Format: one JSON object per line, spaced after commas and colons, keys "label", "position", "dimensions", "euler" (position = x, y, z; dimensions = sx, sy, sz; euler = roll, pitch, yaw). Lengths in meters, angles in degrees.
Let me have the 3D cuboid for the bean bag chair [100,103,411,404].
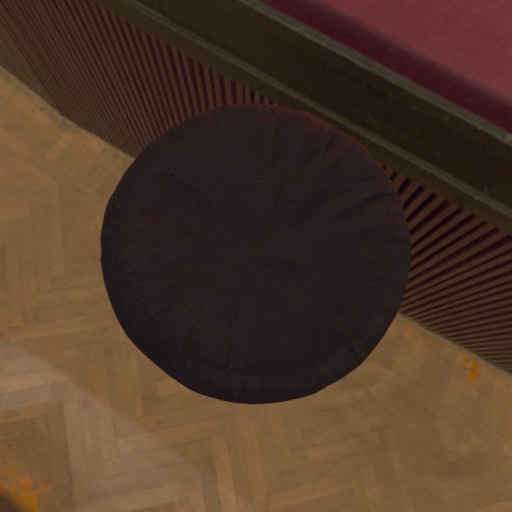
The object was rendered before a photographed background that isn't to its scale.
{"label": "bean bag chair", "position": [0.000, 0.000, 1.935], "dimensions": [1.219, 0.762, 1.219], "euler": [0, 76, 0]}
